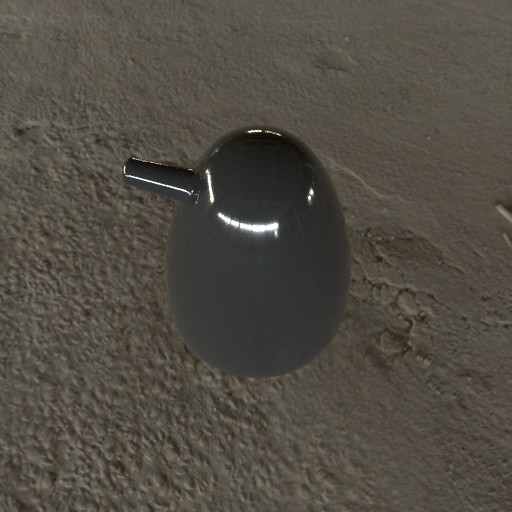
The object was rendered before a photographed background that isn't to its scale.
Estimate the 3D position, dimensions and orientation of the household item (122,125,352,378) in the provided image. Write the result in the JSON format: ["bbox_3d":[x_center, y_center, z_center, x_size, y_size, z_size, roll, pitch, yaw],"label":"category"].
[{"bbox_3d":[0.000,0.000,0.225,0.104,0.152,0.102,0,59,0],"label":"household item"}]
